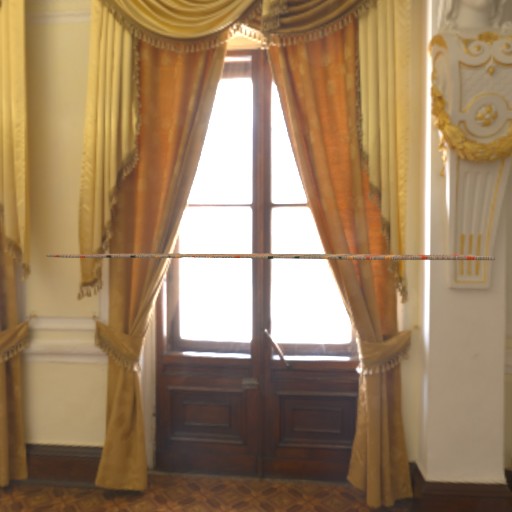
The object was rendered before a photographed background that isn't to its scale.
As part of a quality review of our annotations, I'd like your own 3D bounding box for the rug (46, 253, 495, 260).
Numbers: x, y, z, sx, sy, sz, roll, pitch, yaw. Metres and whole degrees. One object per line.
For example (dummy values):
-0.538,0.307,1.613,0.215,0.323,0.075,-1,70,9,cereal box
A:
0.000,0.000,2.625,2.419,0.022,0.744,0,1,18,rug
